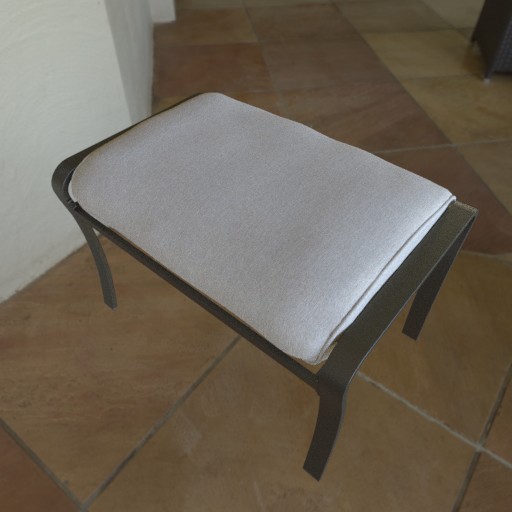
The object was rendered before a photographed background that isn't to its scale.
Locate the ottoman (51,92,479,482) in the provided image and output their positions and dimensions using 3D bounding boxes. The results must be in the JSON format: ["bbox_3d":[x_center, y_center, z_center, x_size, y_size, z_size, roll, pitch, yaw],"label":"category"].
[{"bbox_3d":[0.000,0.000,0.856,0.610,0.422,0.406,31,54,26],"label":"ottoman"}]
